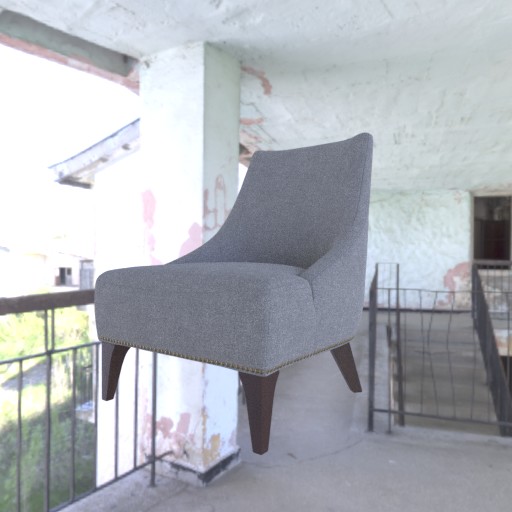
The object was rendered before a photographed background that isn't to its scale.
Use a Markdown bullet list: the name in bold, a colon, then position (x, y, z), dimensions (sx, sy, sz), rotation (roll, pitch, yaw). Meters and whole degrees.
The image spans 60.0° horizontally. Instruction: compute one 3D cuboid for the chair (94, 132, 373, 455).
- **chair**: position (0.000, 0.000, 1.522), dimensions (0.701, 0.909, 0.861), rotation (1, 1, 37)
